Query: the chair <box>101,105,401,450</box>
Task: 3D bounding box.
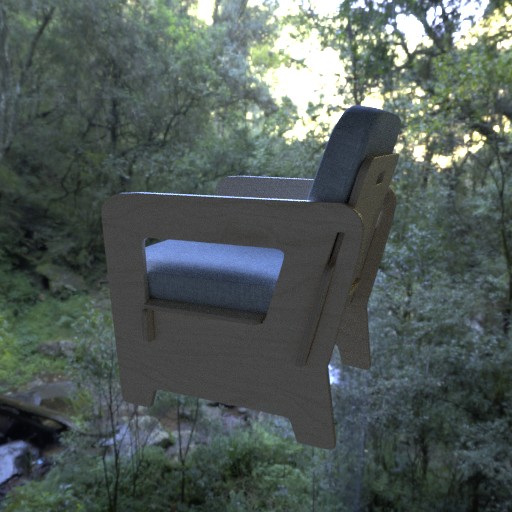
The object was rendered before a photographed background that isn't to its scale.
[{"bbox_3d":[0.000,0.000,1.281,0.710,0.800,0.590,7,16,24],"label":"chair"}]
